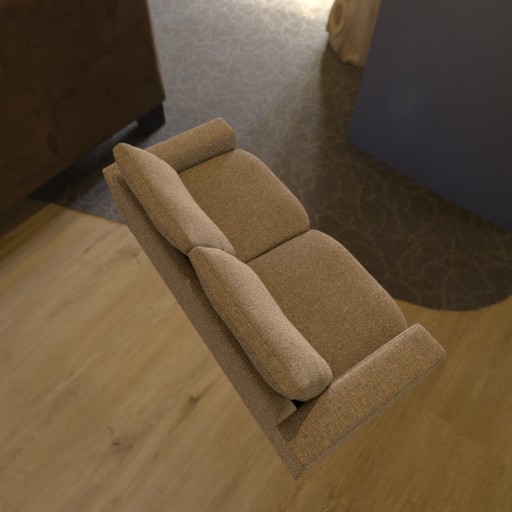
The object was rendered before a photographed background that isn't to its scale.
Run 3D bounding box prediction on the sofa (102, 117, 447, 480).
[{"bbox_3d":[0.000,0.000,2.817,1.040,0.922,2.299,-30,62,-18],"label":"sofa"}]
